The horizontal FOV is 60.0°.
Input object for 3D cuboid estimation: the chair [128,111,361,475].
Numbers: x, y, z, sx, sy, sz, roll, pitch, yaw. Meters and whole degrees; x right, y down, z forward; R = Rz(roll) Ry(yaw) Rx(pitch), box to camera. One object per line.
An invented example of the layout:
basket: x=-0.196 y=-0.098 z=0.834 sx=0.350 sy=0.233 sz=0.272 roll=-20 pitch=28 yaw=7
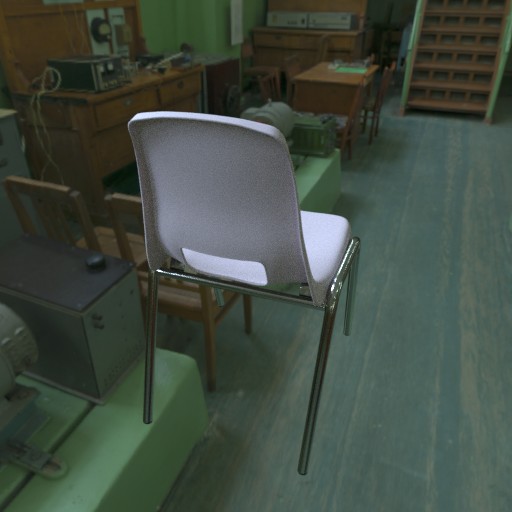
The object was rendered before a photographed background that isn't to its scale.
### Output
chair: x=0.000 y=0.000 z=0.883 sx=0.381 sy=0.653 sz=0.436 roll=11 pitch=33 yaw=17
